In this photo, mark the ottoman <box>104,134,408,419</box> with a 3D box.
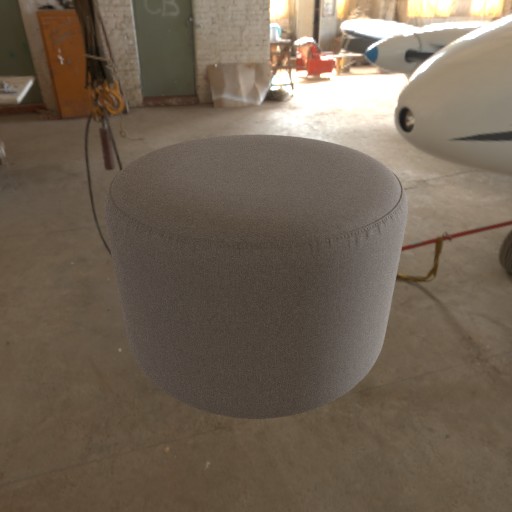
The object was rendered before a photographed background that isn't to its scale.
[{"bbox_3d":[0.000,0.000,0.998,0.608,0.433,0.608,0,30,0],"label":"ottoman"}]
